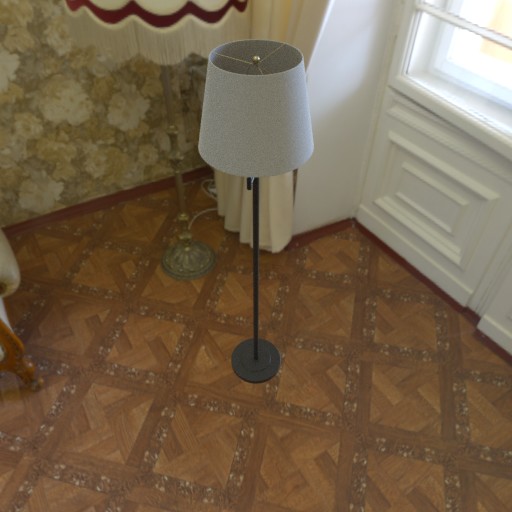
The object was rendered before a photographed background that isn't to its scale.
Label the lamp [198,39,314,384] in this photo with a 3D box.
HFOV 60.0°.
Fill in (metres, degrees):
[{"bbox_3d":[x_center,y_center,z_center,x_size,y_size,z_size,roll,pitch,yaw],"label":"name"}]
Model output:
[{"bbox_3d":[0.000,0.000,1.677,0.348,1.473,0.348,9,45,8],"label":"lamp"}]
